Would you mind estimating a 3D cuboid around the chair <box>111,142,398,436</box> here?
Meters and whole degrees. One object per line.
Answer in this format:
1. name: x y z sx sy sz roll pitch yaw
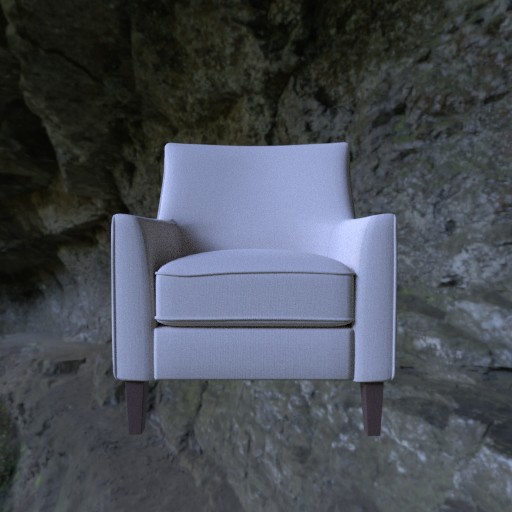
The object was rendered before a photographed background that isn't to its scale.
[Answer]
1. chair: 0.000 0.000 1.544 0.756 0.916 0.879 0 1 1
